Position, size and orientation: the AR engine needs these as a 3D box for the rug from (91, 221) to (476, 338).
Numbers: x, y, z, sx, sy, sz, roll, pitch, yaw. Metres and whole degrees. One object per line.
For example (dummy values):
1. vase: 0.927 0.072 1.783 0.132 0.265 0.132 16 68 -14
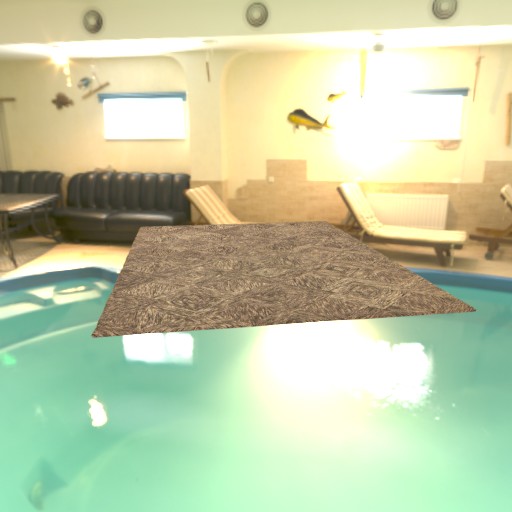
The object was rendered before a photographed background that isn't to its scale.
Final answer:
1. rug: 0.000 0.000 4.254 2.448 0.017 3.204 -2 15 -9
